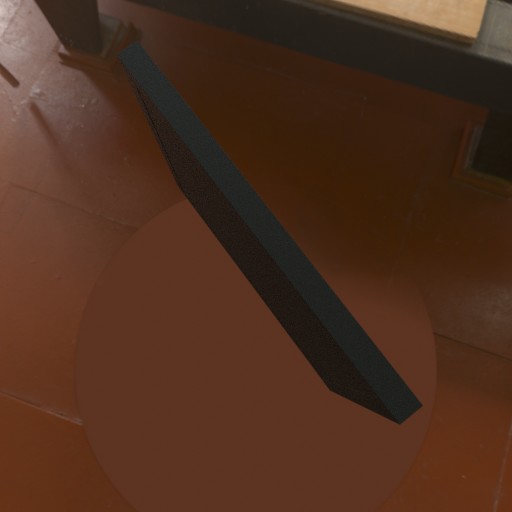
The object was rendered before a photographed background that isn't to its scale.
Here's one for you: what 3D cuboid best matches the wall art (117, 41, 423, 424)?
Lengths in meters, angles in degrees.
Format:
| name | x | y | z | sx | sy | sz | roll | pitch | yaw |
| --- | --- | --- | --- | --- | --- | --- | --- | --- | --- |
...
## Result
| name | x | y | z | sx | sy | sz | roll | pitch | yaw |
| --- | --- | --- | --- | --- | --- | --- | --- | --- | --- |
| wall art | 0.000 | 0.000 | 0.538 | 0.024 | 0.329 | 0.404 | -36 | 80 | -7 |
